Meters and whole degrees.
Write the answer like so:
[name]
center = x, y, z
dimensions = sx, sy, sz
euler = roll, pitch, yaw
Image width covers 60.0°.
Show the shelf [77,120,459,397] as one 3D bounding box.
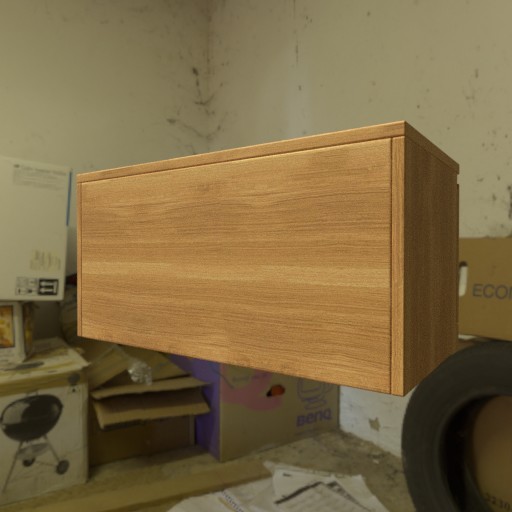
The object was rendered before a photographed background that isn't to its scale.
[shelf]
center = 0.000, 0.000, 1.030
dimensions = 0.800, 0.400, 0.400
euler = 0, 1, 35
